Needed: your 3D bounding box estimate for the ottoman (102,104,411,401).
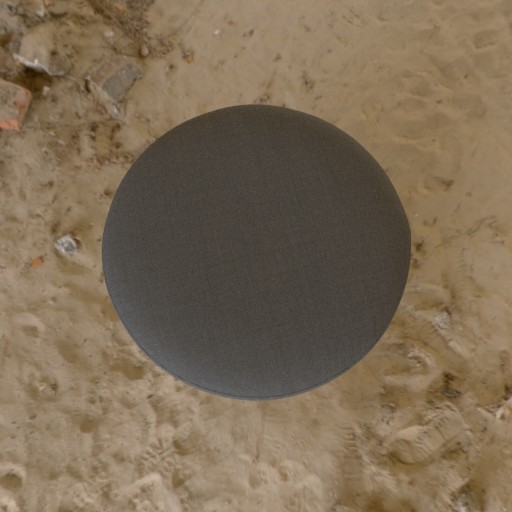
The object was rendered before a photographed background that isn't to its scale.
[{"bbox_3d":[0.000,0.000,1.258,0.772,0.460,0.772,0,75,0],"label":"ottoman"}]
